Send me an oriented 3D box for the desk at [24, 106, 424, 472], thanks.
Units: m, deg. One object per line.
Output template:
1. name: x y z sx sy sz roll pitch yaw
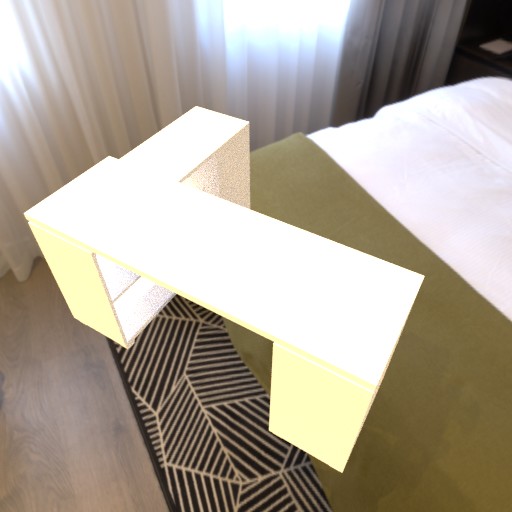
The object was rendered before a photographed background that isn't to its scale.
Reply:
1. desk: 0.000 0.000 2.194 1.524 0.759 1.199 23 50 21
